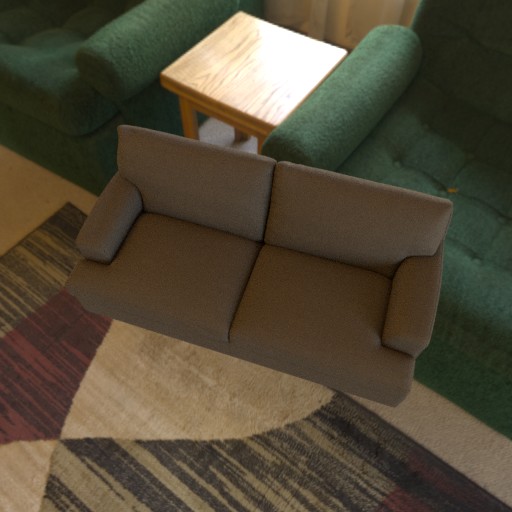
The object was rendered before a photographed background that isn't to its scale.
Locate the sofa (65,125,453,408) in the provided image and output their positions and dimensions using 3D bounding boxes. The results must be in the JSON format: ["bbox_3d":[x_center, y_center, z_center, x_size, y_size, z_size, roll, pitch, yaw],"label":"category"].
[{"bbox_3d":[0.000,0.000,2.869,2.271,0.950,1.140,15,59,10],"label":"sofa"}]
